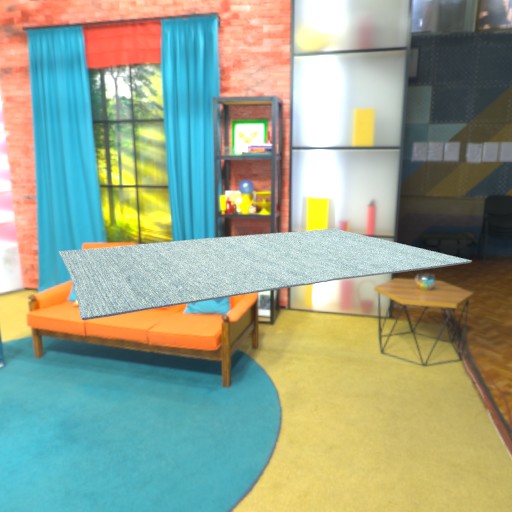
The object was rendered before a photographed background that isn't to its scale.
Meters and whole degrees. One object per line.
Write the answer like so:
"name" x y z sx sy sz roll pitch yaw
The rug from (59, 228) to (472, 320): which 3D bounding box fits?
"rug" 0.000 0.000 2.334 1.853 0.022 1.174 -6 14 -26
